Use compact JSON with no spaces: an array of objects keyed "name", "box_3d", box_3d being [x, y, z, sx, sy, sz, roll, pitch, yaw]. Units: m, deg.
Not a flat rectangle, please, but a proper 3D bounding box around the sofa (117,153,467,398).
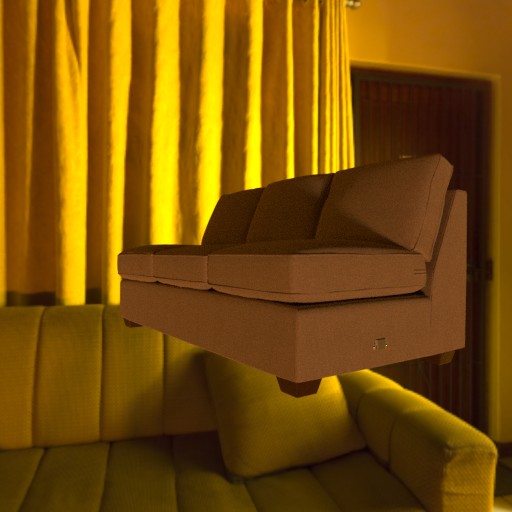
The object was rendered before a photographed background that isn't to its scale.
[{"name":"sofa","box_3d":[0.000,0.000,2.737,1.127,1.036,2.092,0,1,-34]}]
